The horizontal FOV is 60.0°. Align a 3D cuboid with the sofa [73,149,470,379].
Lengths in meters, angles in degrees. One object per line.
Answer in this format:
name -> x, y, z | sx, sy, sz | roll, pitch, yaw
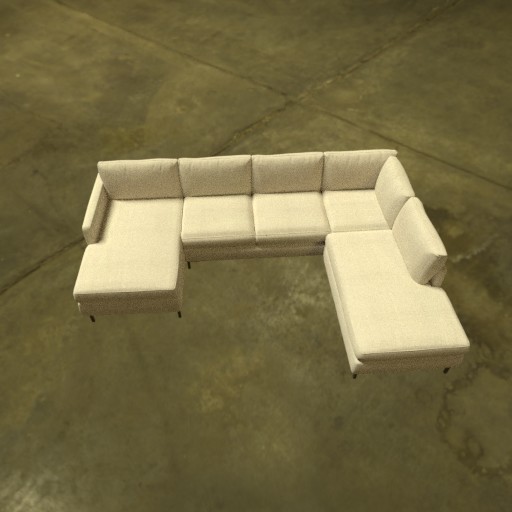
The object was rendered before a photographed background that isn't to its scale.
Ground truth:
sofa -> 0.000, 0.000, 3.486 | 2.737, 0.756, 1.879 | -3, 47, -3
